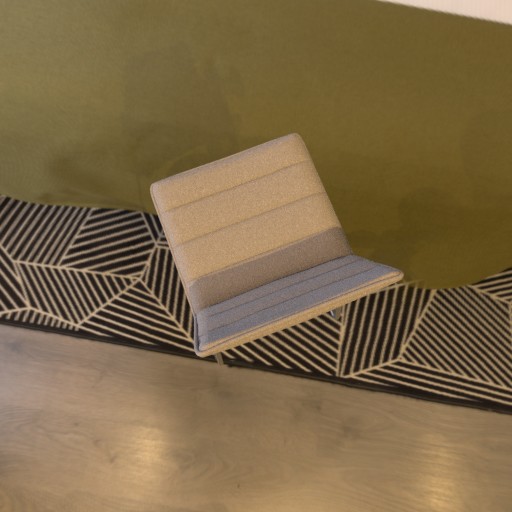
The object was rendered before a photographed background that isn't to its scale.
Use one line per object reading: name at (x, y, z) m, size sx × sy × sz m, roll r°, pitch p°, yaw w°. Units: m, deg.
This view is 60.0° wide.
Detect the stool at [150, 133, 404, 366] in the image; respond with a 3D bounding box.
stool at (0.000, 0.000, 1.258) m, size 0.490 × 0.960 × 0.490 m, roll -21°, pitch 78°, yaw -5°
